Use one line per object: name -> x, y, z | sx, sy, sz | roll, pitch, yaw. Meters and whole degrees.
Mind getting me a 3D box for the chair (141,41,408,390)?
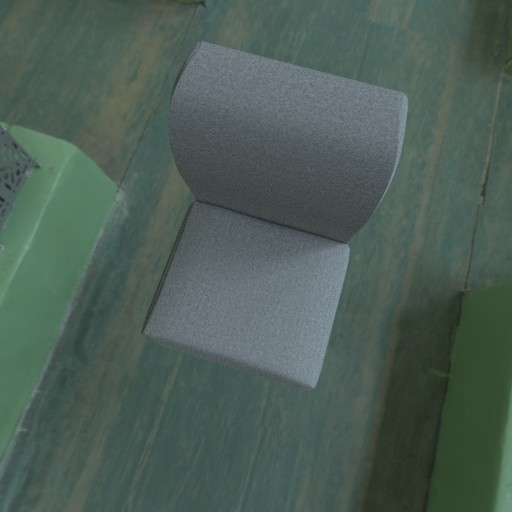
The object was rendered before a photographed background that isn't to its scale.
chair -> 0.000, 0.000, 1.183 | 0.513, 0.804, 0.592 | 15, 74, 4
